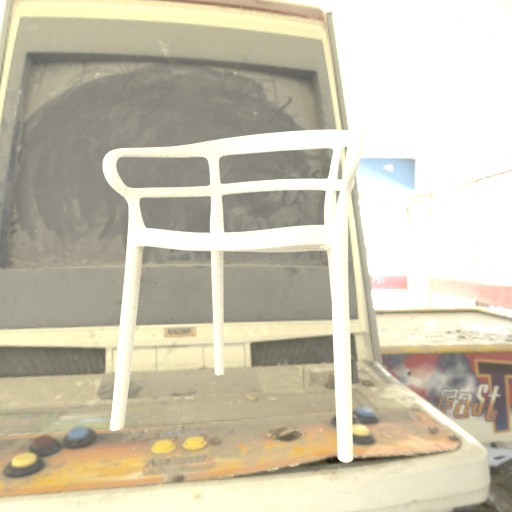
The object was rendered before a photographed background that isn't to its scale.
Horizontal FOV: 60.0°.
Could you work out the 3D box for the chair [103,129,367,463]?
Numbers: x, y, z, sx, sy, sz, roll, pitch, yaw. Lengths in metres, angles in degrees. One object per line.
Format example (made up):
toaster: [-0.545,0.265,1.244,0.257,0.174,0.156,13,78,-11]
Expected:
chair: [0.000,0.000,1.121,0.559,0.761,0.527,0,0,17]
